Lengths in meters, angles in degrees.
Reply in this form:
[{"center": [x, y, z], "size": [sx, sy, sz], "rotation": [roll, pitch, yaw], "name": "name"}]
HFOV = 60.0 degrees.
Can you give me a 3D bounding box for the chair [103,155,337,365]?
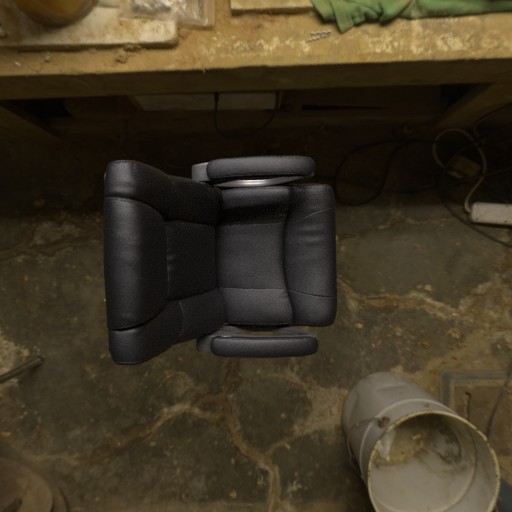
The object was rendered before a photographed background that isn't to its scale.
[{"center": [0.000, 0.000, 1.596], "size": [0.719, 1.130, 0.721], "rotation": [0, 91, 2], "name": "chair"}]
